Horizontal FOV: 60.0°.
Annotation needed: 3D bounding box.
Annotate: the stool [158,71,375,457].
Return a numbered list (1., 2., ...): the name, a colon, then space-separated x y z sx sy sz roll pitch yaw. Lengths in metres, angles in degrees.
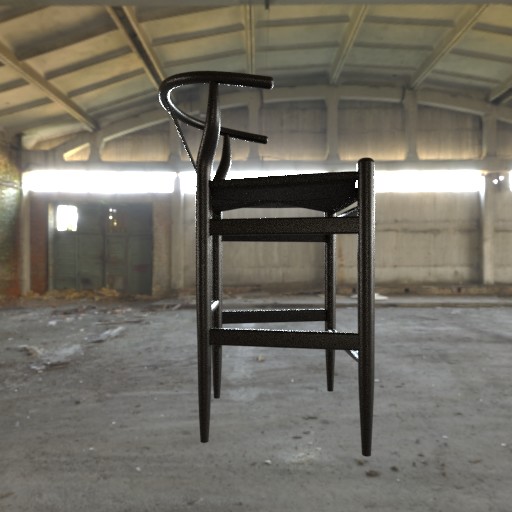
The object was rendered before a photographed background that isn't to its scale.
1. stool: 0.000 0.000 1.343 0.579 0.970 0.569 0 0 0
